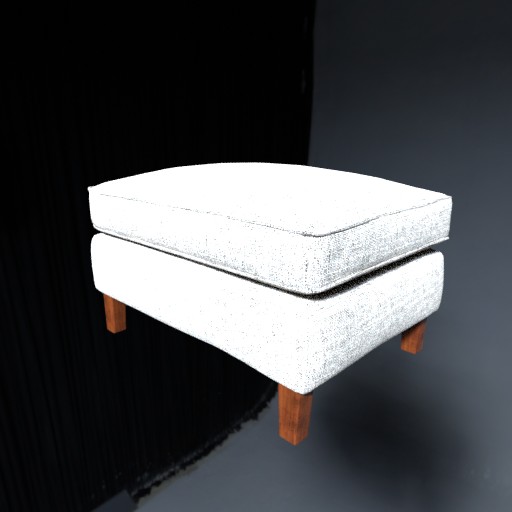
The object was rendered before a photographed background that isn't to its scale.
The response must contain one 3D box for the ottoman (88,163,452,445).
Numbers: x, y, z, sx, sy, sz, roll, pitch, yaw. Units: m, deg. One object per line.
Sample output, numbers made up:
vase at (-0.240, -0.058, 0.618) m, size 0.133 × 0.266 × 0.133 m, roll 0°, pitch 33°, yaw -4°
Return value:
ottoman at (0.000, 0.000, 0.998) m, size 0.686 × 0.406 × 0.508 m, roll 15°, pitch 22°, yaw 42°
